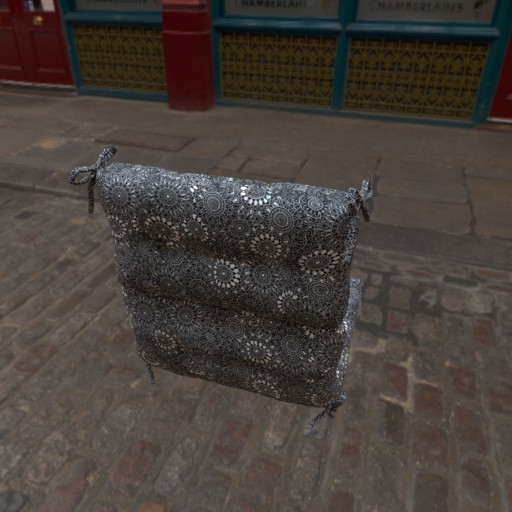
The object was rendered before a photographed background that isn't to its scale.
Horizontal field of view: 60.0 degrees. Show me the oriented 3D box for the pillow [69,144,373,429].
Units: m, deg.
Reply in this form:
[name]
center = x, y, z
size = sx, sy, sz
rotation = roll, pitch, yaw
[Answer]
[pillow]
center = 0.000, 0.000, 1.042
size = 0.519, 0.605, 0.571
rotation = 10, 32, 16
